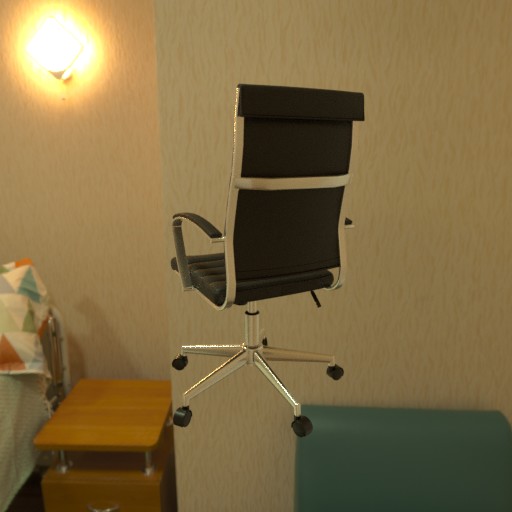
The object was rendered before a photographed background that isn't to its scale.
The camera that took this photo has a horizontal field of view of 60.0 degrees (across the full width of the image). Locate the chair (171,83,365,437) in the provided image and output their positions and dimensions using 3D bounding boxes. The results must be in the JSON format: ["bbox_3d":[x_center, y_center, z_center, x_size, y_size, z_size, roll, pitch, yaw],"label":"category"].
[{"bbox_3d":[0.000,0.000,1.706,0.766,1.149,0.739,-7,15,-27],"label":"chair"}]
